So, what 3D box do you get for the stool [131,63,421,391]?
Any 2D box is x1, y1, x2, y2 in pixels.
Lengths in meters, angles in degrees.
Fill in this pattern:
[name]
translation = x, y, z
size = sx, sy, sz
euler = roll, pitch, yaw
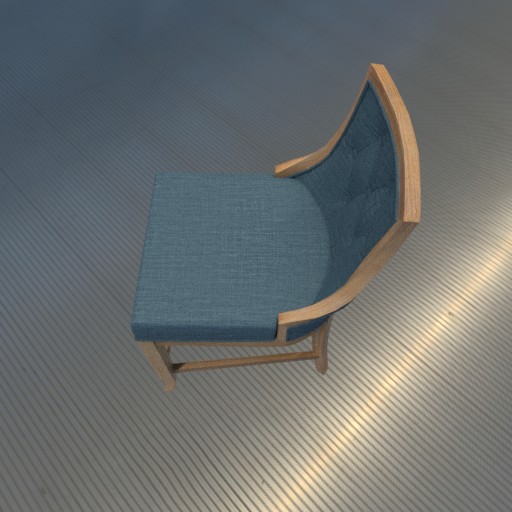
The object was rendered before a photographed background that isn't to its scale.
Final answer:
[stool]
translation = 0.000, 0.000, 1.271
size = 0.626, 0.938, 0.524
euler = 0, 58, 0
